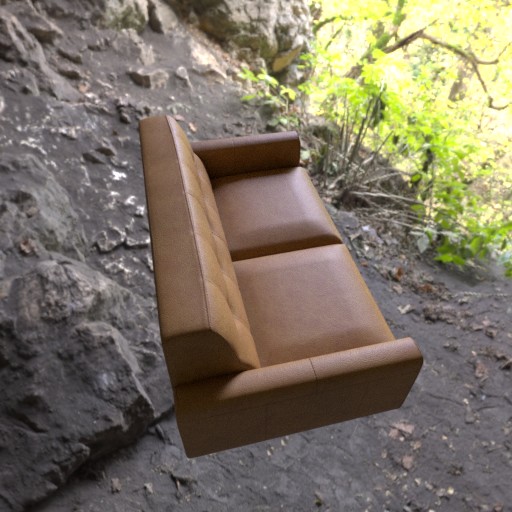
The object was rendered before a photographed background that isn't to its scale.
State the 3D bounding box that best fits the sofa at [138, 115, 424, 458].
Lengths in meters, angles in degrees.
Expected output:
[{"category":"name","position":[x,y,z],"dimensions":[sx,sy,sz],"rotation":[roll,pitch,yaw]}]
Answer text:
[{"category":"sofa","position":[0.000,0.000,2.225],"dimensions":[0.952,0.925,1.651],"rotation":[-10,47,-9]}]
